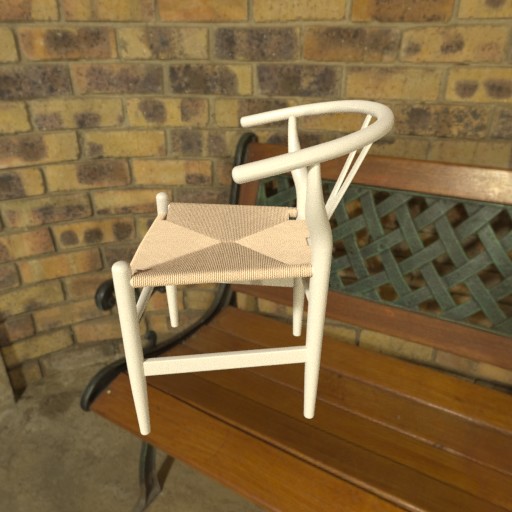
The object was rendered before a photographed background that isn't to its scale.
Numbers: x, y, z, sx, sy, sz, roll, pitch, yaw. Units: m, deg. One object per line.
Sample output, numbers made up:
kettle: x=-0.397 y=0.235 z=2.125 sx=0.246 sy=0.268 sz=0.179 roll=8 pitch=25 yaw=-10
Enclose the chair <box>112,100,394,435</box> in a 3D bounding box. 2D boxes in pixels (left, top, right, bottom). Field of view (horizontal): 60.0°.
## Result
chair: x=0.000 y=0.000 z=1.122 sx=0.579 sy=0.730 sz=0.569 roll=0 pitch=26 yaw=0
